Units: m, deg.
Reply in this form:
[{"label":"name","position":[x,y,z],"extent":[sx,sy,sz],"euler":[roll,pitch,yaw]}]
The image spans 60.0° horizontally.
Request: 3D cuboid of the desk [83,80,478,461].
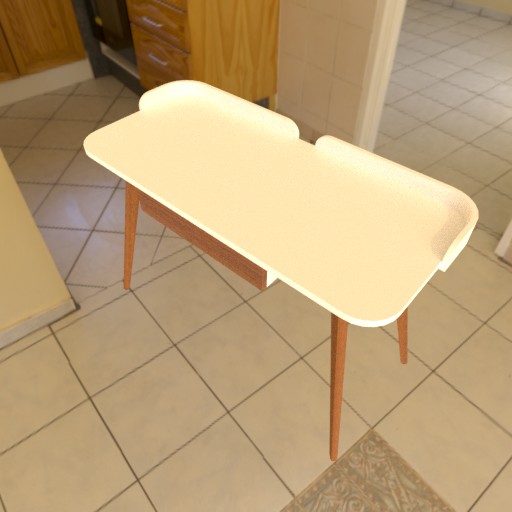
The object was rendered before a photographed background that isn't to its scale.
[{"label":"desk","position":[0.000,0.000,1.606],"extent":[1.206,0.807,0.534],"euler":[32,54,28]}]
